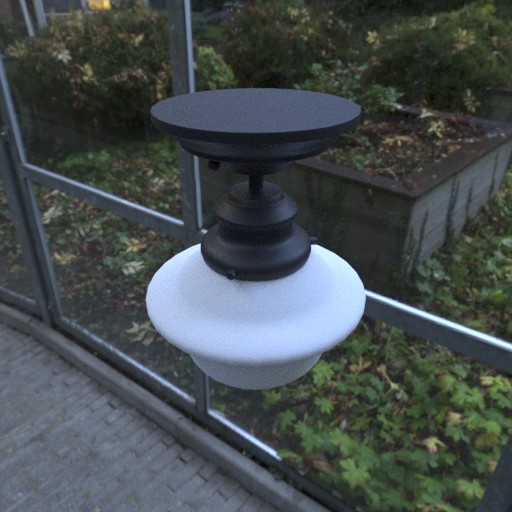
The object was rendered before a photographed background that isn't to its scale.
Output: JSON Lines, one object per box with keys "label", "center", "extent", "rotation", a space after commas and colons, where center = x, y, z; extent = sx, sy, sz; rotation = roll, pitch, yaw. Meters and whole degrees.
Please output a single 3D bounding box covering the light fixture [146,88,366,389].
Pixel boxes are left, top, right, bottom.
{"label": "light fixture", "center": [0.000, 0.000, 0.388], "extent": [0.197, 0.254, 0.197], "rotation": [0, 30, 0]}
